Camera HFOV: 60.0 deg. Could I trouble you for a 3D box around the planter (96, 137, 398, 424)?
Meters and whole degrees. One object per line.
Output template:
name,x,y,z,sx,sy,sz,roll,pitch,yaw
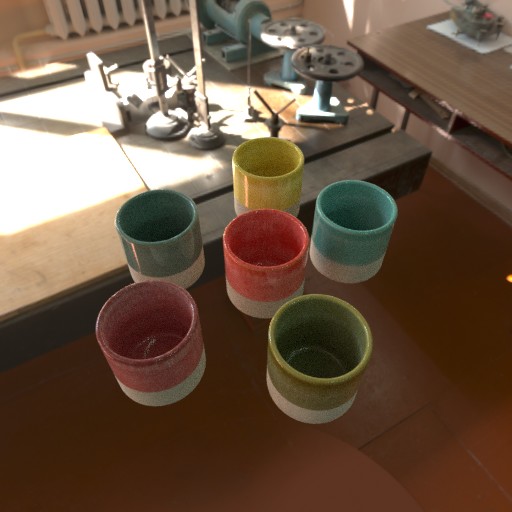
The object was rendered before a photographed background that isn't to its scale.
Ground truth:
planter,0.000,0.000,0.419,0.257,0.075,0.286,3,48,3
